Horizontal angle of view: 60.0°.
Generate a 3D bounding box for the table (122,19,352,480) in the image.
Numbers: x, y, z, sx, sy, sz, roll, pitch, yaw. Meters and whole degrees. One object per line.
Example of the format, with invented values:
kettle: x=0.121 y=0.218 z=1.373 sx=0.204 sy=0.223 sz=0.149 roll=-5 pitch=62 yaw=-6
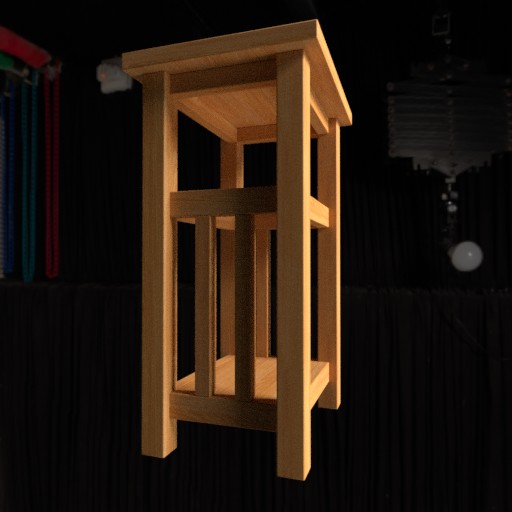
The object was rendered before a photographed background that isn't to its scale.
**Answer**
table: x=0.000 y=0.000 z=0.724 sx=0.270 sy=0.550 sz=0.350 roll=0 pitch=-1 yaw=19
